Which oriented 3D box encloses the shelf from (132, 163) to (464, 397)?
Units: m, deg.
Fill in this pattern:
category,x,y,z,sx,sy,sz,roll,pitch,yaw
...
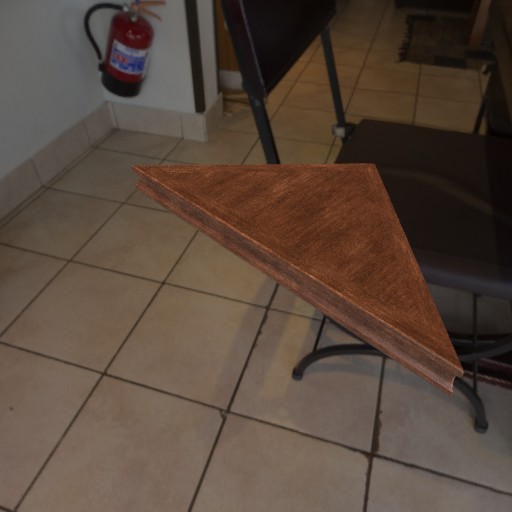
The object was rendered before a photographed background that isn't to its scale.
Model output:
category,x,y,z,sx,sy,sz,roll,pitch,yaw
shelf,0.000,0.000,0.440,0.296,0.035,0.296,-1,42,-1
